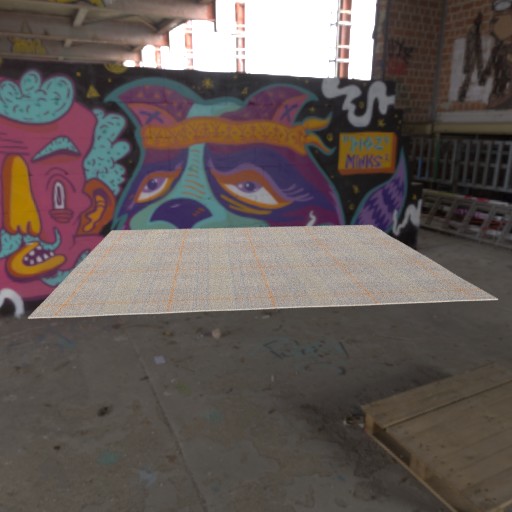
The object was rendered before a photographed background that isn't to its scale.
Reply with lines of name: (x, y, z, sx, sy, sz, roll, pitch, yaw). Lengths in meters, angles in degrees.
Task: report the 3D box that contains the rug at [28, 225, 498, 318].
rug: (0.000, 0.000, 4.015, 3.051, 0.021, 2.448, -2, 16, -6)
